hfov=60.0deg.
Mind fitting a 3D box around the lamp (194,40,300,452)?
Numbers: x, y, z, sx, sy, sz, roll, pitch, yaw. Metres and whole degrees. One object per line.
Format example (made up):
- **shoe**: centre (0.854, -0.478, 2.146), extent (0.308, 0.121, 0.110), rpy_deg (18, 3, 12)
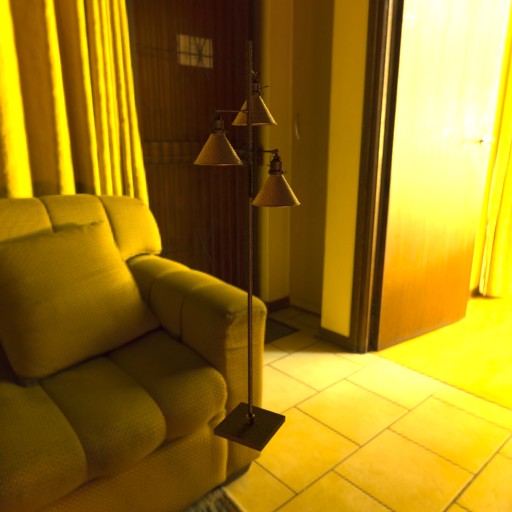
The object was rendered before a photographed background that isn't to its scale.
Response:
- **lamp**: centre (0.000, 0.000, 1.925), extent (0.415, 1.716, 0.428), rpy_deg (8, 17, 27)
